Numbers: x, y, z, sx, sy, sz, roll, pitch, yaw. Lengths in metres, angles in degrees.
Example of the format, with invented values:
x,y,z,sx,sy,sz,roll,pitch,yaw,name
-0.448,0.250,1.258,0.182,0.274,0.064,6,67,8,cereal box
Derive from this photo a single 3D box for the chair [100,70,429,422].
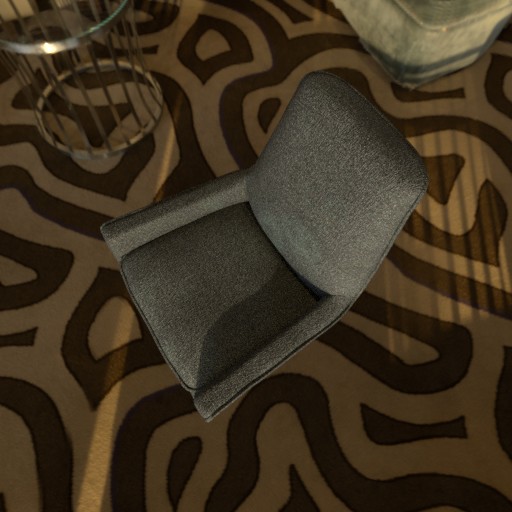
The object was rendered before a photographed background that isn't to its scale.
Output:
x,y,z,sx,sy,sz,roll,pitch,yaw,name
0.000,0.000,1.516,0.859,0.883,0.763,-30,68,-13,chair
